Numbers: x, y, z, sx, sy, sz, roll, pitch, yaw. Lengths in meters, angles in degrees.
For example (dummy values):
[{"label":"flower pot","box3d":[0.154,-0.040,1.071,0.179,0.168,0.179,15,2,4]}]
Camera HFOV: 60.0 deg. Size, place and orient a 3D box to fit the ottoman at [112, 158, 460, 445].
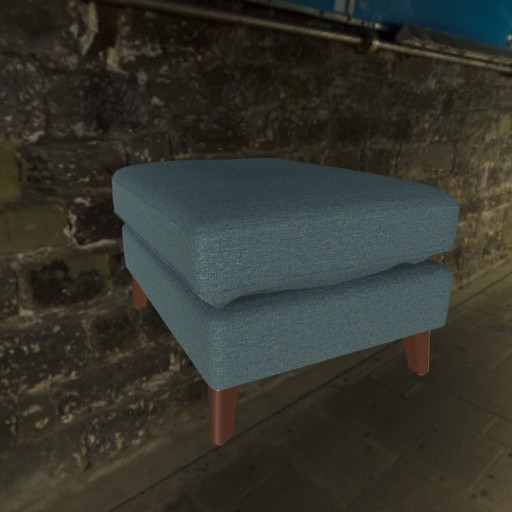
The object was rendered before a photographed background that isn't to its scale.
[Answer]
[{"label":"ottoman","box3d":[0.000,0.000,1.248,0.629,0.503,0.835,-9,20,-25]}]
